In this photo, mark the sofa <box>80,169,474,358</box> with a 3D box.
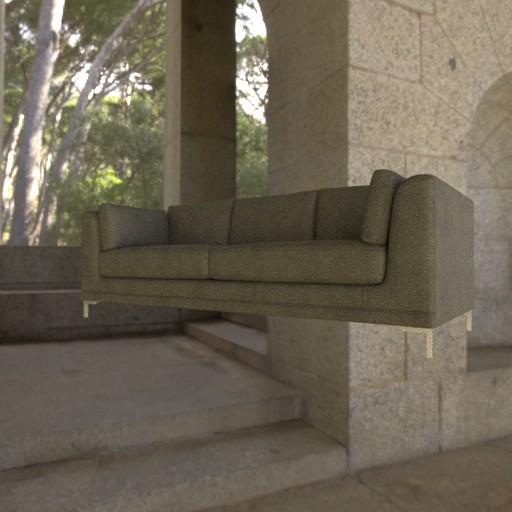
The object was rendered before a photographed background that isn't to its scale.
[{"bbox_3d":[0.000,0.000,2.864,2.415,0.867,0.969,-1,-1,35],"label":"sofa"}]
